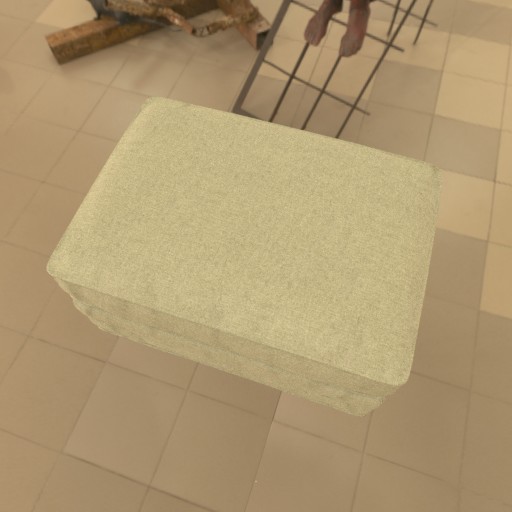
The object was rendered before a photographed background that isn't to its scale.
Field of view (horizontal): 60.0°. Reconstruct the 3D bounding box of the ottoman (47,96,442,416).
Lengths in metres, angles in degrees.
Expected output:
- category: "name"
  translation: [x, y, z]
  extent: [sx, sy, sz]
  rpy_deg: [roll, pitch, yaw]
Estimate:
- category: "ottoman"
  translation: [0.000, 0.000, 1.243]
  extent: [0.848, 0.508, 0.611]
  rpy_deg: [16, 64, 8]
